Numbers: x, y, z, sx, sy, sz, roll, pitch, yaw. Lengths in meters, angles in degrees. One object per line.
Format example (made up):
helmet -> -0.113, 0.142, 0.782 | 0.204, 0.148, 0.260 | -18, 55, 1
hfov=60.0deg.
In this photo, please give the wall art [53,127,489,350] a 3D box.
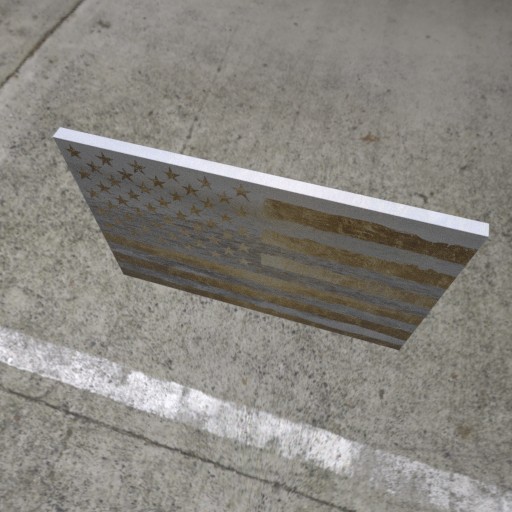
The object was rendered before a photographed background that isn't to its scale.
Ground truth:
wall art -> 0.000, 0.000, 1.453 | 1.145, 0.762, 0.041 | 14, 59, 9
